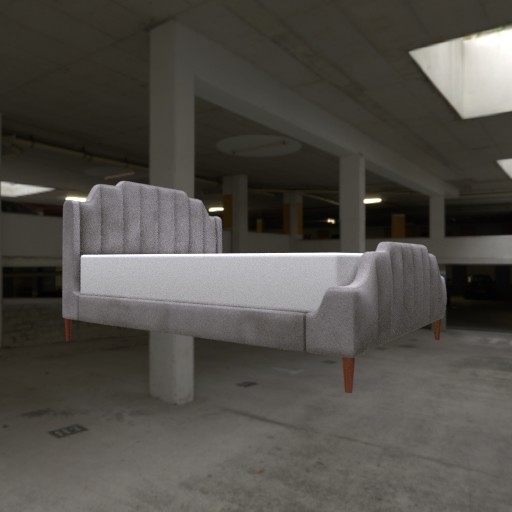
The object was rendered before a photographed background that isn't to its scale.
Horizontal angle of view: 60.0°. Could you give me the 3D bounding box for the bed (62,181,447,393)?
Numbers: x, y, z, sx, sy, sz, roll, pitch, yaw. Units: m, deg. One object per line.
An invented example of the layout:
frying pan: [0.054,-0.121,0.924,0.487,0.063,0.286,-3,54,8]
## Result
bed: [0.000,0.000,3.283,2.340,1.245,1.676,0,0,36]
